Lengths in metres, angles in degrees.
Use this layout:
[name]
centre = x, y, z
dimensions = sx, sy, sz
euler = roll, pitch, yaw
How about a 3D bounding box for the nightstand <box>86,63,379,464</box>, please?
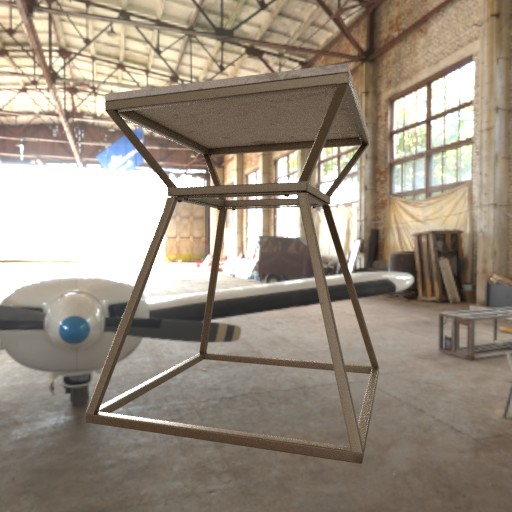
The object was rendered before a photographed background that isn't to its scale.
[nightstand]
centre = 0.000, 0.000, 0.883
dimensions = 0.455, 0.554, 0.455
euler = 0, 1, 18
